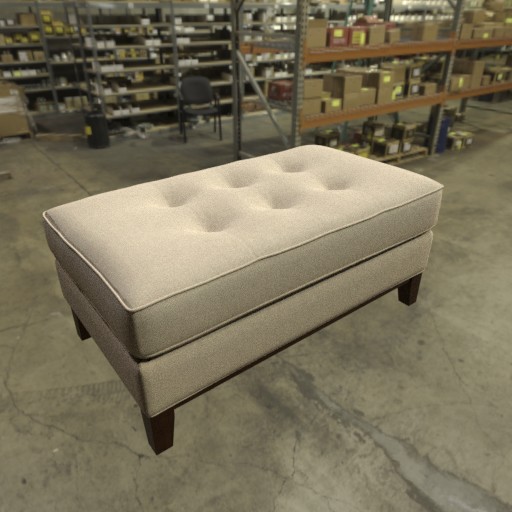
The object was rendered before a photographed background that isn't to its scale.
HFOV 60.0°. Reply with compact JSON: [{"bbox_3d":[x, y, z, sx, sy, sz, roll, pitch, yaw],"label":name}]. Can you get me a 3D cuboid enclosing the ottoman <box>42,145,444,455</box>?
[{"bbox_3d":[0.000,0.000,1.487,1.143,0.508,0.648,-21,36,-32],"label":"ottoman"}]
